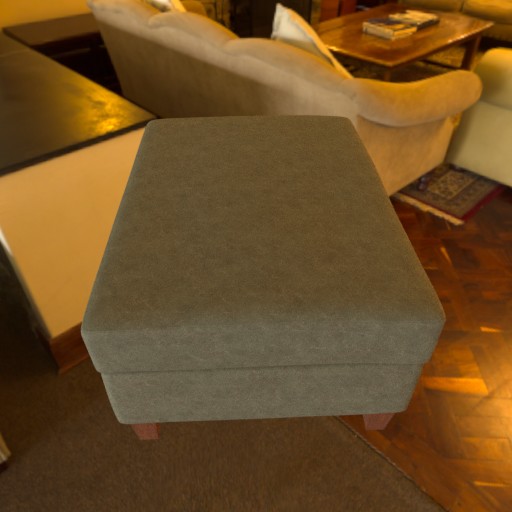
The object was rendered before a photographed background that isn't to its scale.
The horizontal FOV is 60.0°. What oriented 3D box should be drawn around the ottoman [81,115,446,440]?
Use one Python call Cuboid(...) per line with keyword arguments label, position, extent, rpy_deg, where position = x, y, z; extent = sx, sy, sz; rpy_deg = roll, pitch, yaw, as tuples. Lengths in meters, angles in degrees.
Cuboid(label="ottoman", position=(0.000, 0.000, 1.179), extent=(0.639, 0.464, 0.839), rpy_deg=(-2, 41, -2))
